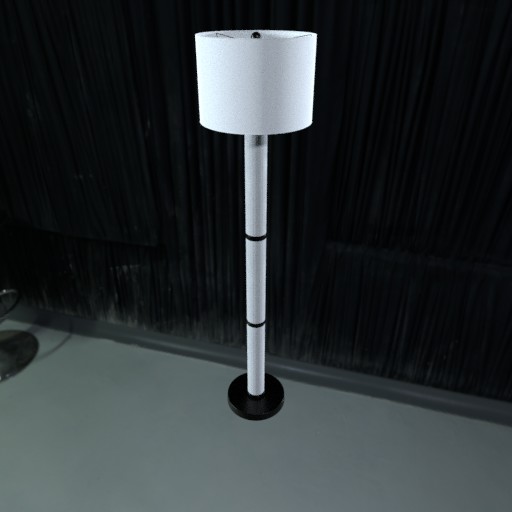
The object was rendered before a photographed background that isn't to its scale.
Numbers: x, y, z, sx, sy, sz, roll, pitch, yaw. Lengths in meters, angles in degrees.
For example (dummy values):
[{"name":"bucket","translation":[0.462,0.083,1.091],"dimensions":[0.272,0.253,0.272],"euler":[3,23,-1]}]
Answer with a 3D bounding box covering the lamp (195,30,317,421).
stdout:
[{"name":"lamp","translation":[0.000,0.000,1.768],"dimensions":[0.377,1.599,0.377],"euler":[7,31,12]}]
